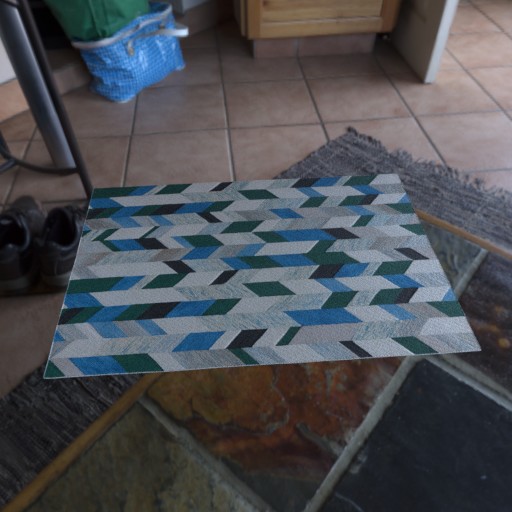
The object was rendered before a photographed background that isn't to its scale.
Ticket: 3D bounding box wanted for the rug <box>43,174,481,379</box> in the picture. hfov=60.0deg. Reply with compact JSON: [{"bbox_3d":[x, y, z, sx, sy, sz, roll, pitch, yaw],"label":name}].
[{"bbox_3d":[0.000,0.000,2.246,1.827,0.005,1.229,-3,48,-3],"label":"rug"}]
